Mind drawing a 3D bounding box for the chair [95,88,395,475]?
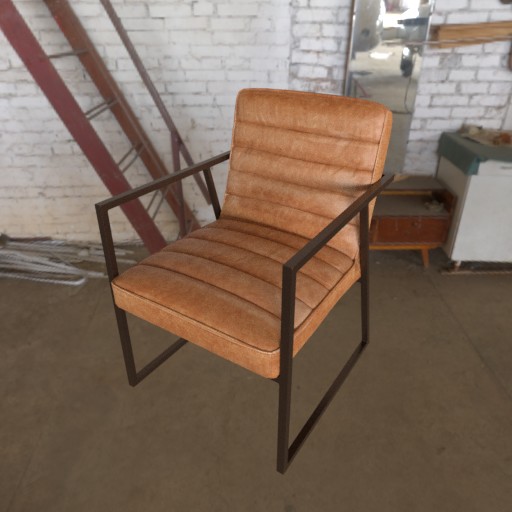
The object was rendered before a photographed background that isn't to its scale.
[{"bbox_3d":[0.000,0.000,1.292,0.571,0.832,0.677,18,34,29],"label":"chair"}]
